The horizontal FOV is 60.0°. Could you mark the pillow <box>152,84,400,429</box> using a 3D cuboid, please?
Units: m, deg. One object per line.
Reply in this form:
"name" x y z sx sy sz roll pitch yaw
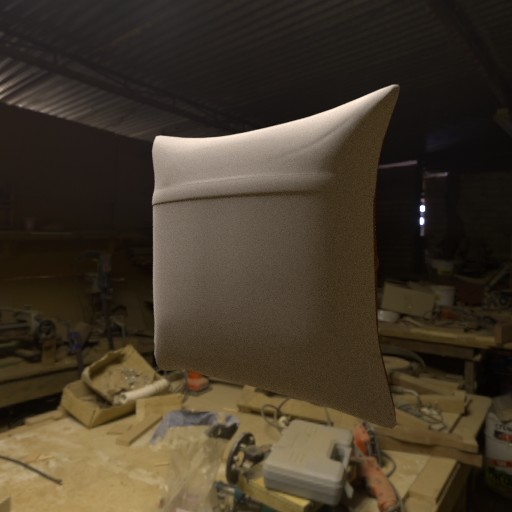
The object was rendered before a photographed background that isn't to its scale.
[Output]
"pillow" 0.000 0.000 0.764 0.501 0.477 0.192 2 3 37
